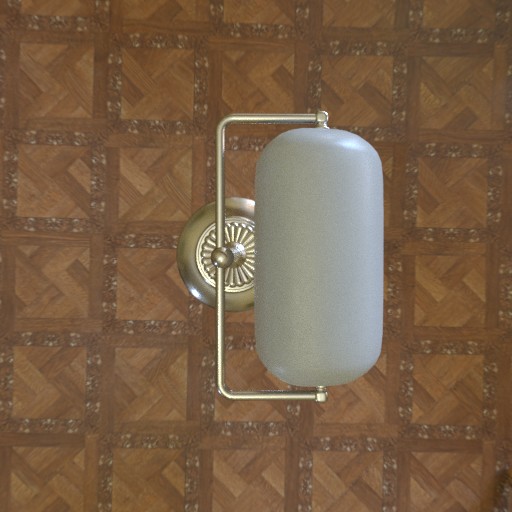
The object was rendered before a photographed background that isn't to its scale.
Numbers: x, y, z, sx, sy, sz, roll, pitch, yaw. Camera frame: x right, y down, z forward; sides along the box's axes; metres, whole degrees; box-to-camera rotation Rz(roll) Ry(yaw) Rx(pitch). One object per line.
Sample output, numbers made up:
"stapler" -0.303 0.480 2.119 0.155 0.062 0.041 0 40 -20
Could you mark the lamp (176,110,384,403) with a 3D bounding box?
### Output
"lamp" 0.000 0.000 0.520 0.243 0.339 0.264 0 91 -1
